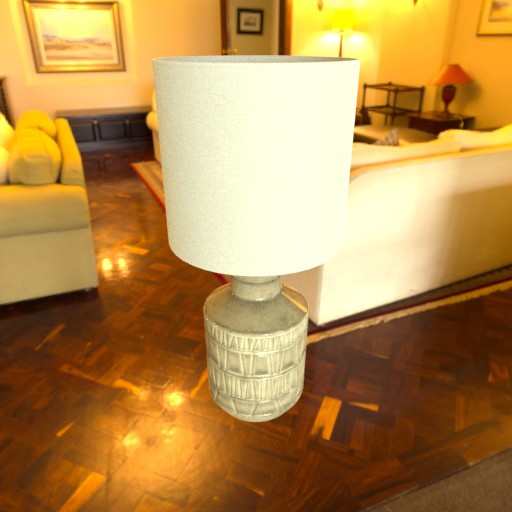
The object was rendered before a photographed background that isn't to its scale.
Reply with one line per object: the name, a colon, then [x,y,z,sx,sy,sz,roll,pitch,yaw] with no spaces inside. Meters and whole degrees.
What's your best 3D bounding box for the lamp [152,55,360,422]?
lamp: [0.000,0.000,0.558,0.211,0.455,0.211,8,27,16]
